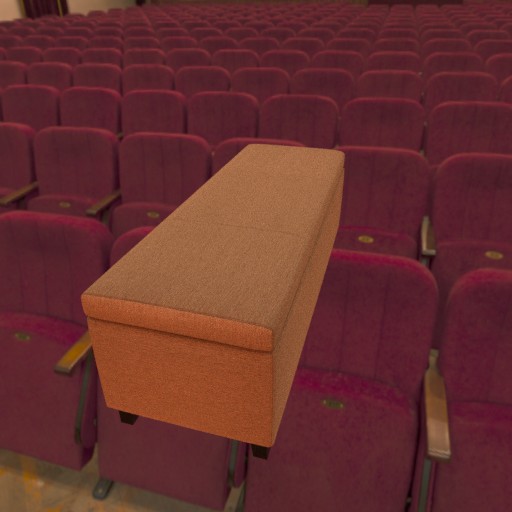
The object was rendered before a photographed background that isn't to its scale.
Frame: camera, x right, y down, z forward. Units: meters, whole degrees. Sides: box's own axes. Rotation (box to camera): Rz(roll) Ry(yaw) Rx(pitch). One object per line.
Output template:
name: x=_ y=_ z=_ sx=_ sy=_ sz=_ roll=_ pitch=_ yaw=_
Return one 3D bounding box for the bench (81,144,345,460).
bench: x=0.000 y=0.000 z=1.522 sx=0.446 sy=0.438 sz=1.269 roll=8 pitch=31 yaw=14
